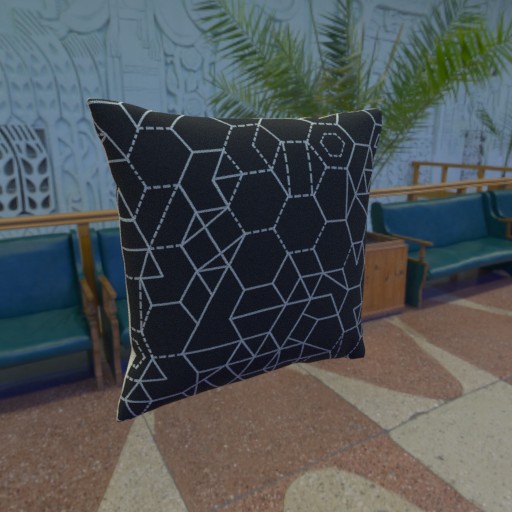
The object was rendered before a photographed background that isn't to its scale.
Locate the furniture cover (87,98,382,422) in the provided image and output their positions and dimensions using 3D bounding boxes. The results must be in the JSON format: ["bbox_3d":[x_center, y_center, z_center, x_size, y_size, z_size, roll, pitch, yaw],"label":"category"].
[{"bbox_3d":[0.000,0.000,0.779,0.517,0.508,0.158,-8,17,-26],"label":"furniture cover"}]
